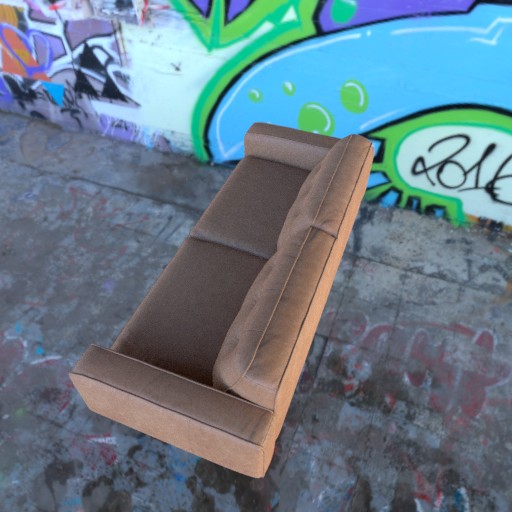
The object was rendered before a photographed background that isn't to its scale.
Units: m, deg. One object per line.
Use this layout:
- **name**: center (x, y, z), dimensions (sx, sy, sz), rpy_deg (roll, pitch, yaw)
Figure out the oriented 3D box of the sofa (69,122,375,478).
- **sofa**: center (0.000, 0.000, 2.683), dimensions (0.953, 0.780, 2.270), rpy_deg (16, 50, 14)
